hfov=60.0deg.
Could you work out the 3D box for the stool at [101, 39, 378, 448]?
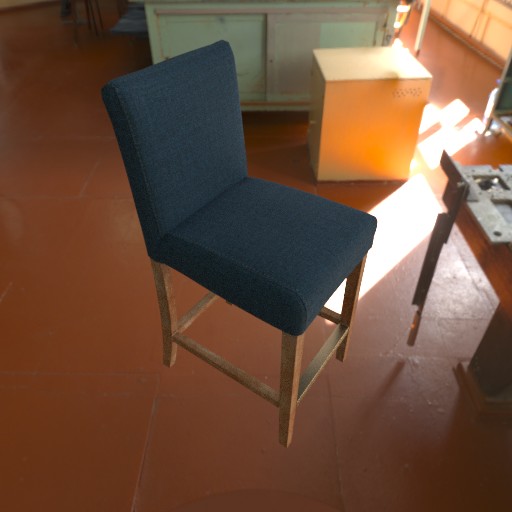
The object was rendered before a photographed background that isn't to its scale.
[{"bbox_3d":[0.000,0.000,1.317,0.567,1.039,0.454,24,46,26],"label":"stool"}]
